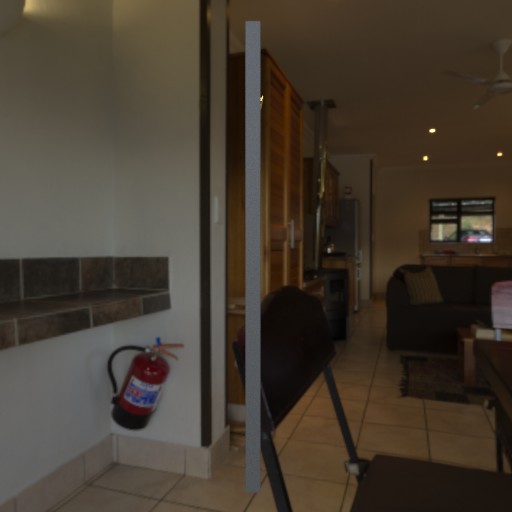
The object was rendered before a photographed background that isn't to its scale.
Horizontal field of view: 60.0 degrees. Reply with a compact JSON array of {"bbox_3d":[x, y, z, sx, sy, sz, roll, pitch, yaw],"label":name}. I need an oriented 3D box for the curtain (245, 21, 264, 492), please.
[{"bbox_3d":[0.000,0.000,0.792,0.027,0.585,0.483,0,1,0],"label":"curtain"}]
